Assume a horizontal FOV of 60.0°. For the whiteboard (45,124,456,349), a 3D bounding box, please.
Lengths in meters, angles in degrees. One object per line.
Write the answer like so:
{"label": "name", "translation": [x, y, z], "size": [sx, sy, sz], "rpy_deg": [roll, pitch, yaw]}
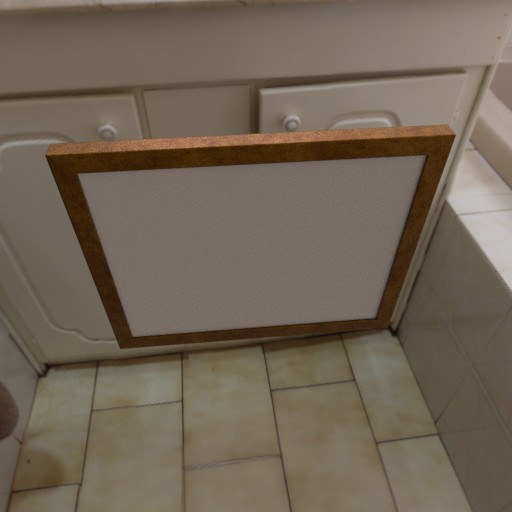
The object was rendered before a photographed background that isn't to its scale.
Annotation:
{"label": "whiteboard", "translation": [0.000, 0.000, 0.775], "size": [0.561, 0.457, 0.029], "rpy_deg": [-4, 45, -4]}
